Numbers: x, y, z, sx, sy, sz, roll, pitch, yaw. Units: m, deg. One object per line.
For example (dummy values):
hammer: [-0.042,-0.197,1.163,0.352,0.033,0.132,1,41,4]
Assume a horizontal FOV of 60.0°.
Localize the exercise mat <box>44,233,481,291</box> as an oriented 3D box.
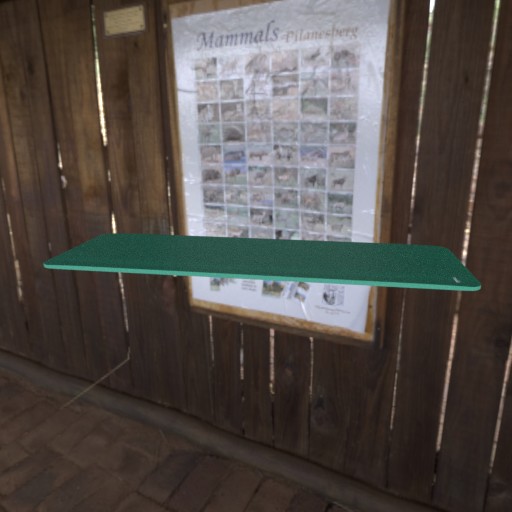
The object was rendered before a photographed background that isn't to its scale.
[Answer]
exercise mat: [0.000,0.000,2.110,1.869,0.021,0.616,3,16,9]
